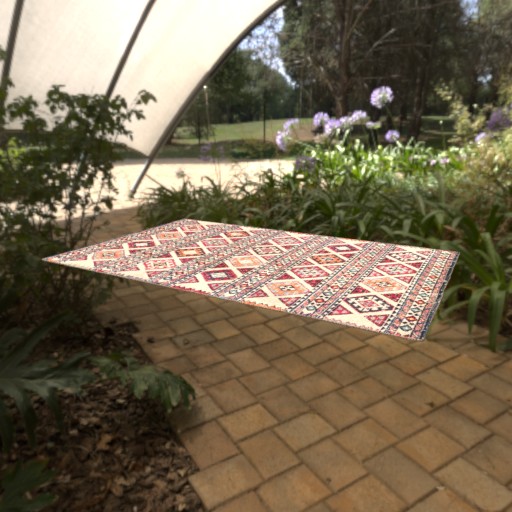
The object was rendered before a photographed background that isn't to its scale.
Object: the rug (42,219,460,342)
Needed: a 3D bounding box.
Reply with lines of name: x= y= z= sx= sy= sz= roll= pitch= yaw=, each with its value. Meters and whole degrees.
rug: x=0.000 y=0.000 z=3.038 sx=2.440 sy=0.010 sz=1.545 roll=9 pitch=19 yaw=28
